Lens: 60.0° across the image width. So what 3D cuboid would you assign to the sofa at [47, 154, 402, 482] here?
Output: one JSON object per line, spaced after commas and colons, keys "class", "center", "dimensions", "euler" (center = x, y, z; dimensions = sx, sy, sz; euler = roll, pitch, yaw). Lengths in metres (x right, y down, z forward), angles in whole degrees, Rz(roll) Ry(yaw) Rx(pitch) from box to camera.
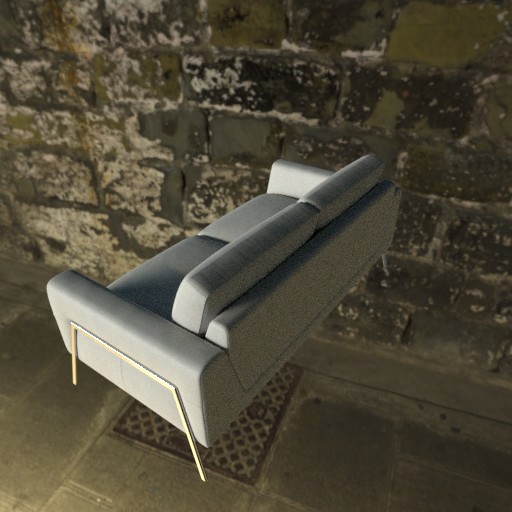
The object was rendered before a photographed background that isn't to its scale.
{"class": "sofa", "center": [0.000, 0.000, 2.555], "dimensions": [0.953, 0.875, 2.017], "euler": [21, 38, 30]}
